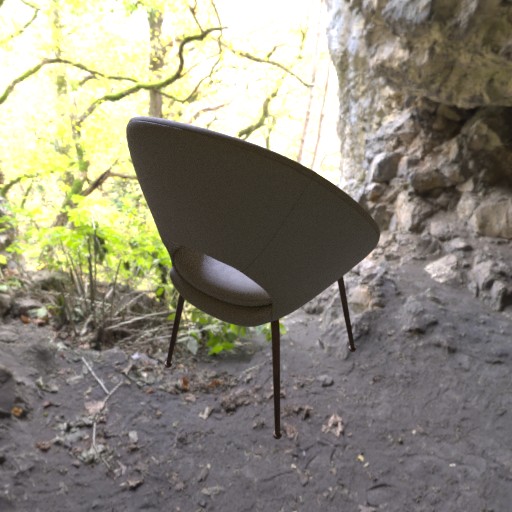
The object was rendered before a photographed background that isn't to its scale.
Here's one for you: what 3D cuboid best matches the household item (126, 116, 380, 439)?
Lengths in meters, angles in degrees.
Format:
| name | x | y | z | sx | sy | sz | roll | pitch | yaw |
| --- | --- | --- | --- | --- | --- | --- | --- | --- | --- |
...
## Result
| name | x | y | z | sx | sy | sz | roll | pitch | yaw |
| --- | --- | --- | --- | --- | --- | --- | --- | --- | --- |
| household item | 0.000 | 0.000 | 1.262 | 0.623 | 0.852 | 0.573 | 22 | 37 | 32 |
